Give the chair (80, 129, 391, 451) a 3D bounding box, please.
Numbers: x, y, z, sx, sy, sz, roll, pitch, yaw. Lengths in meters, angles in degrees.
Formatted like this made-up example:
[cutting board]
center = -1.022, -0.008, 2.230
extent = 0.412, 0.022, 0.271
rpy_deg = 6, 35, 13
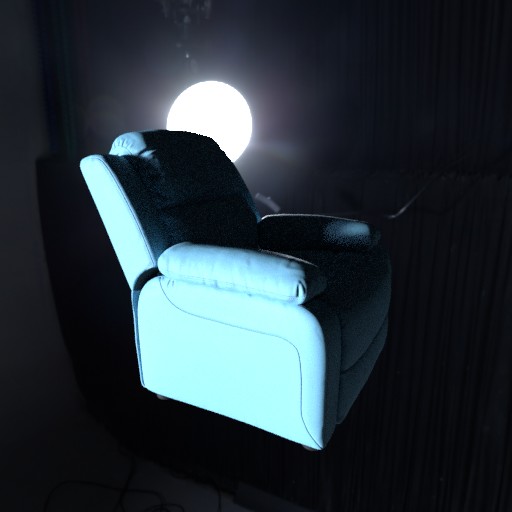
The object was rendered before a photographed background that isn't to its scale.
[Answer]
[chair]
center = 0.000, 0.000, 1.265
extent = 0.709, 0.702, 0.680
rpy_deg = 7, 16, 26
